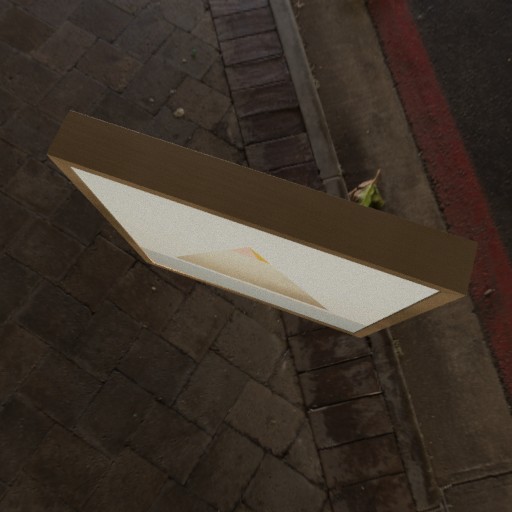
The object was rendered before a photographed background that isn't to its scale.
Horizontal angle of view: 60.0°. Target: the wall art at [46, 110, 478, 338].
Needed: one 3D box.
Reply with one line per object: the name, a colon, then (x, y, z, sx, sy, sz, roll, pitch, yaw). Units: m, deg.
wall art: (0.000, 0.000, 0.453, 0.305, 0.303, 0.038, 19, 75, 5)
